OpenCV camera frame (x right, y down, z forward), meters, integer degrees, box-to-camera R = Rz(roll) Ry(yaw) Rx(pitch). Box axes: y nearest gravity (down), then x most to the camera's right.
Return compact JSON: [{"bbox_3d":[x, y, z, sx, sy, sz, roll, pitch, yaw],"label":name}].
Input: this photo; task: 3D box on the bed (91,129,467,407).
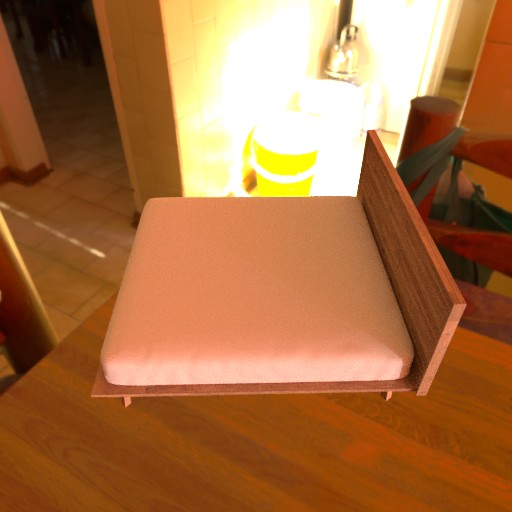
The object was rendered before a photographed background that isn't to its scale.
[{"bbox_3d":[0.000,0.000,3.456,2.167,1.100,2.116,-1,41,-1],"label":"bed"}]
